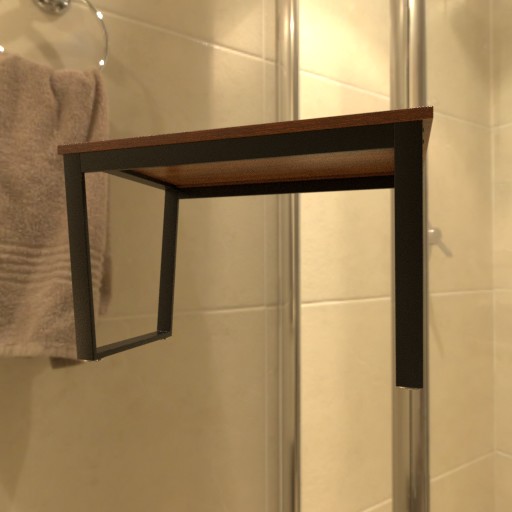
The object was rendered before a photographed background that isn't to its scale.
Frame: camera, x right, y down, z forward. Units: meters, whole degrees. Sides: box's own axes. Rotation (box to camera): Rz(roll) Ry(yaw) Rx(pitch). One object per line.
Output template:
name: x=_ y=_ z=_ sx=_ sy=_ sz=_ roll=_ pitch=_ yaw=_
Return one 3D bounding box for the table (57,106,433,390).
table: x=0.000 y=0.000 z=1.666 sx=1.205 sy=0.760 sz=0.714 roll=0 pitch=-1 yaw=19
